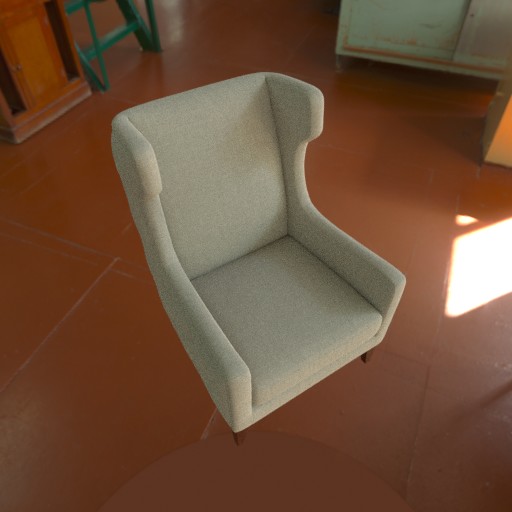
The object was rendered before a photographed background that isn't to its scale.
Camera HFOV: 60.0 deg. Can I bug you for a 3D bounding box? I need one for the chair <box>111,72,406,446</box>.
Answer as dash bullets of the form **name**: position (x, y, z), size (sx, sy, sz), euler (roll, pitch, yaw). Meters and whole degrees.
- **chair**: position (0.000, 0.000, 1.734), size (0.778, 1.079, 0.899), euler (-25, 52, -22)
